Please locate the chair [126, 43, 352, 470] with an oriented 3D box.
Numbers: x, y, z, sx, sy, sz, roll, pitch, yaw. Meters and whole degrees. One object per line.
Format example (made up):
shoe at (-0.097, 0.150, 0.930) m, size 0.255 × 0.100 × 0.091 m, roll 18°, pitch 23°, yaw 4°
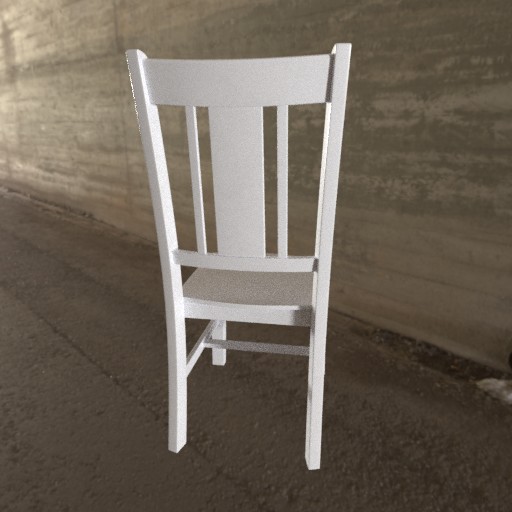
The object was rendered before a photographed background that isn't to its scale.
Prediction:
chair at (0.000, 0.000, 1.243) m, size 0.450 × 0.998 × 0.555 m, roll 3°, pitch 17°, yaw 9°
